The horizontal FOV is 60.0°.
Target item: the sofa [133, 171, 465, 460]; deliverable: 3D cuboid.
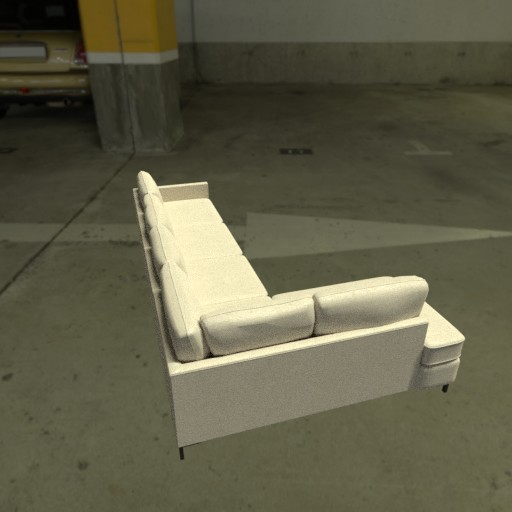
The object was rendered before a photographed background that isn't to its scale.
[{"bbox_3d":[0.000,0.000,4.251,2.048,0.996,3.384,-8,29,-15],"label":"sofa"}]
